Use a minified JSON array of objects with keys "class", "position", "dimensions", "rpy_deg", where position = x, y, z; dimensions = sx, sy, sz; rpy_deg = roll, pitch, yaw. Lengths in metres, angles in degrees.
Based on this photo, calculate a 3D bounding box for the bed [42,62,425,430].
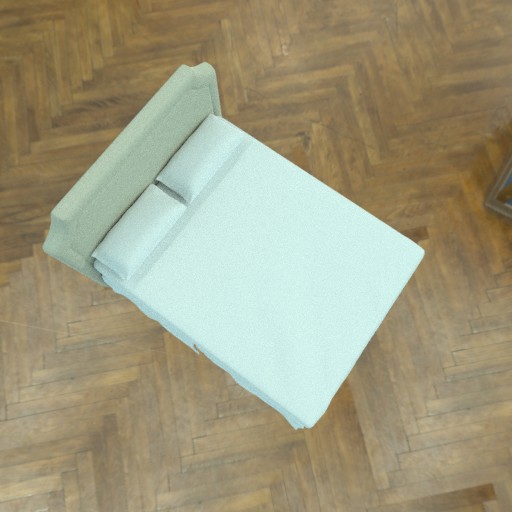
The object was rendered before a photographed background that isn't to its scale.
[{"class":"bed","position":[0.000,0.000,3.204],"dimensions":[2.116,1.290,1.693],"rpy_deg":[35,78,8]}]
